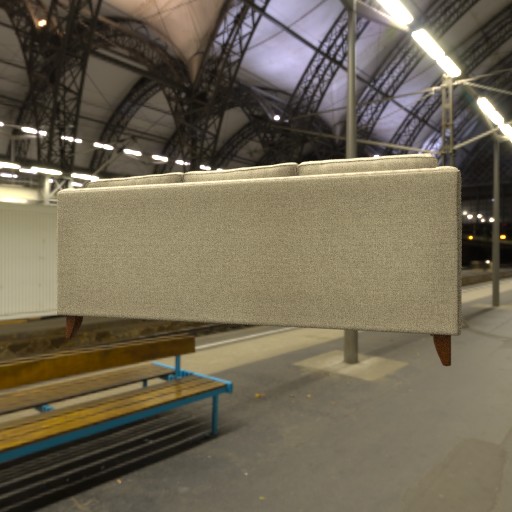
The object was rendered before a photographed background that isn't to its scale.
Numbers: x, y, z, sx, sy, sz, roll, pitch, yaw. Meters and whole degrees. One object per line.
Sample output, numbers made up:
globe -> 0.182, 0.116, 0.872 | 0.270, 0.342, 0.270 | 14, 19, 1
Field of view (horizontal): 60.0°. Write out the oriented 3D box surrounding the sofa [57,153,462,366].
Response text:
sofa -> 0.000, 0.000, 2.498 | 2.031, 0.914, 0.865 | 0, 0, 18
